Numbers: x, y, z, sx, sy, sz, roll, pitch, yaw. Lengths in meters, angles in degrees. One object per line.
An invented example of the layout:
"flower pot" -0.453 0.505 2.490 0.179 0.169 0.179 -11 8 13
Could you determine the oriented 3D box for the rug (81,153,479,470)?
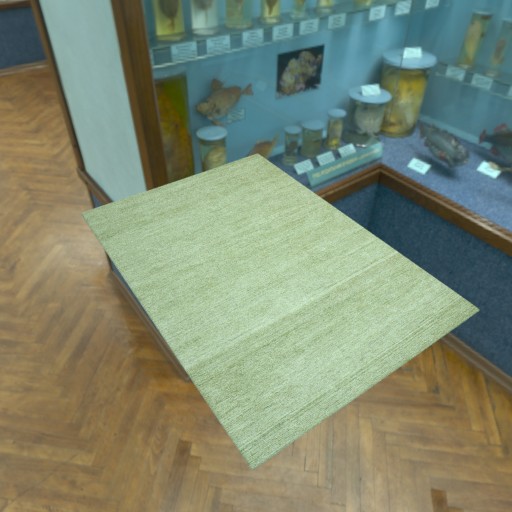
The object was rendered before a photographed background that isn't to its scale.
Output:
"rug" 0.000 0.000 2.938 1.606 0.017 2.270 -25 47 -25
